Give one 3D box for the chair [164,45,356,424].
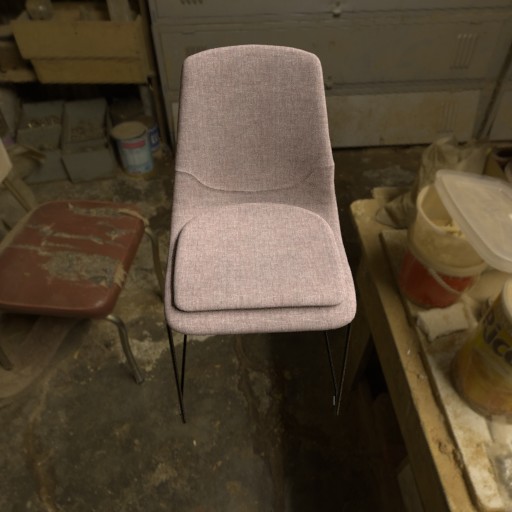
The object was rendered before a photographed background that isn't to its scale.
[{"bbox_3d":[0.000,0.000,1.139,0.479,0.858,0.518,-2,47,-2],"label":"chair"}]
